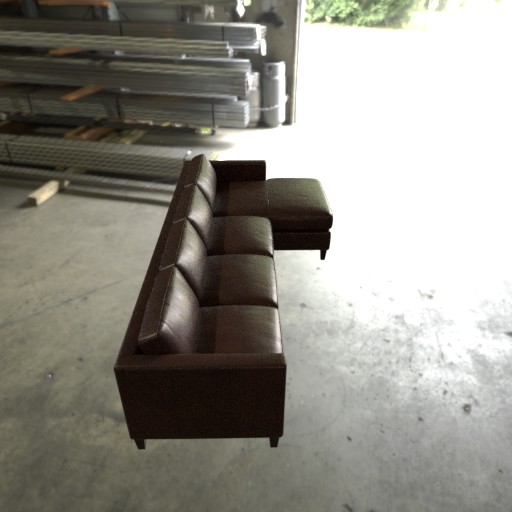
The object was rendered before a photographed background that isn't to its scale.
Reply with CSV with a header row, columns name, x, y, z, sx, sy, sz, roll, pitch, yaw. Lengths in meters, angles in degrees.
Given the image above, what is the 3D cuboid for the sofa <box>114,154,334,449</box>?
name,x,y,z,sx,sy,sz,roll,pitch,yaw
sofa,0.000,0.000,3.878,1.581,0.883,3.203,0,32,-1
